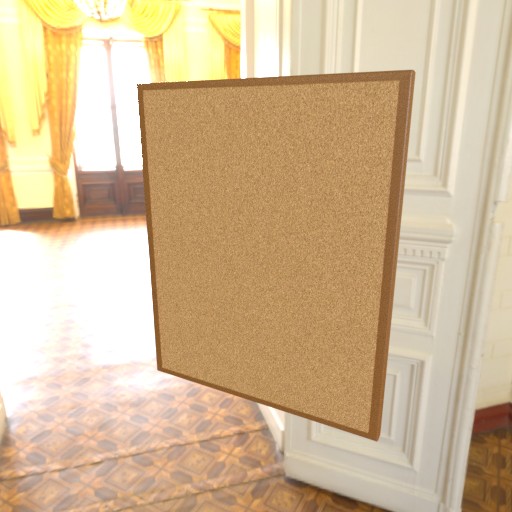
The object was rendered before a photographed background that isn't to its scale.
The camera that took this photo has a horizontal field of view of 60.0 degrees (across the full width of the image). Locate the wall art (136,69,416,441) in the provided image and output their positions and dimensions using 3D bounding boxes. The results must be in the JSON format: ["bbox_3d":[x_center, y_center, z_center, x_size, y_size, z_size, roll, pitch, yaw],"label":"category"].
[{"bbox_3d":[0.000,0.000,0.507,0.310,0.379,0.015,9,19,27],"label":"wall art"}]
